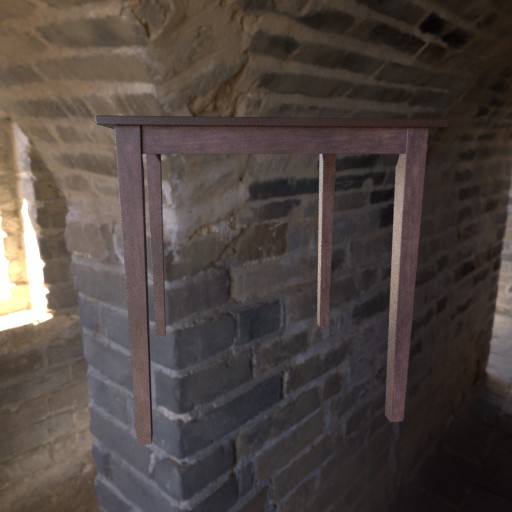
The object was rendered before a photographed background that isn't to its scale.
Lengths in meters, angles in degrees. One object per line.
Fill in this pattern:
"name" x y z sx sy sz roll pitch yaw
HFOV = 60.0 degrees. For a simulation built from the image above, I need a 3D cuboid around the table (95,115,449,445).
"table" 0.000 0.000 1.373 0.749 0.770 0.749 -2 13 -8
